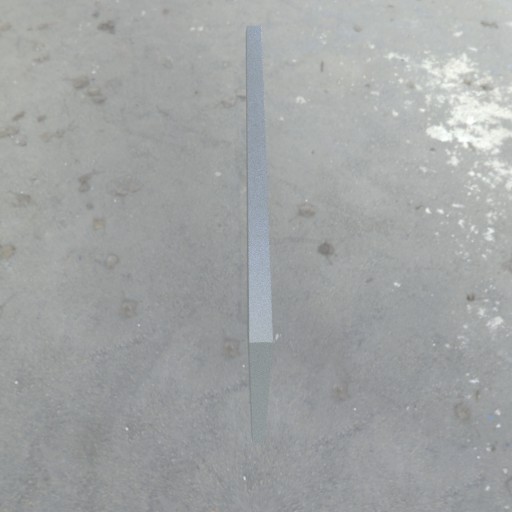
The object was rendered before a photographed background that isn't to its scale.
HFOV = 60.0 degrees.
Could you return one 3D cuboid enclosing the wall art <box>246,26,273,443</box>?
[{"bbox_3d":[0.000,0.000,1.197,0.038,0.807,0.809,-1,58,0],"label":"wall art"}]
